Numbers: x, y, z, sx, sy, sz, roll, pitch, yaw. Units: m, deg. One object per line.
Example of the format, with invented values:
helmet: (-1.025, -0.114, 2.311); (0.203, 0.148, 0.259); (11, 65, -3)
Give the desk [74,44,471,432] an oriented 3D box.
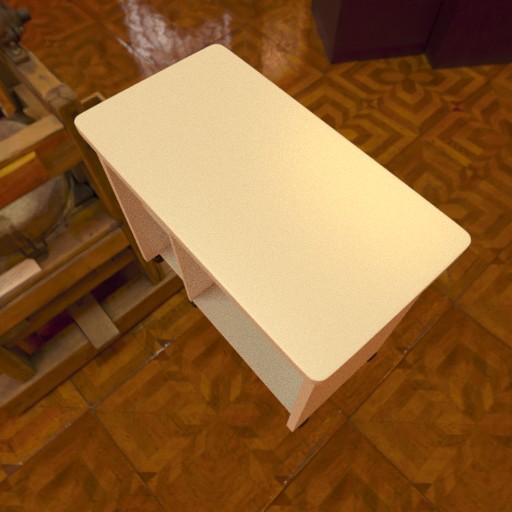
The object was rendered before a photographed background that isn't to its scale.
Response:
desk: (0.000, 0.000, 1.350); (0.475, 0.763, 0.877); (-37, 67, -19)
